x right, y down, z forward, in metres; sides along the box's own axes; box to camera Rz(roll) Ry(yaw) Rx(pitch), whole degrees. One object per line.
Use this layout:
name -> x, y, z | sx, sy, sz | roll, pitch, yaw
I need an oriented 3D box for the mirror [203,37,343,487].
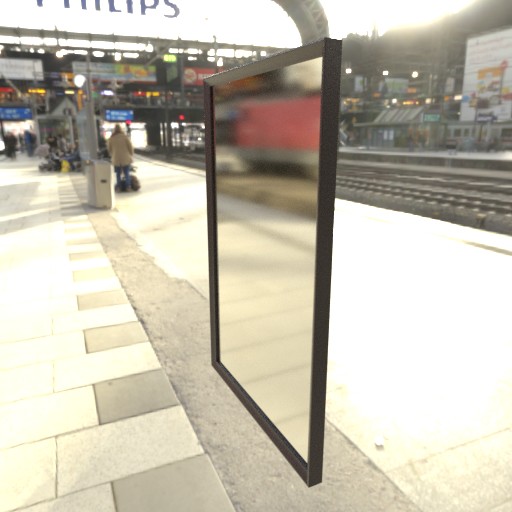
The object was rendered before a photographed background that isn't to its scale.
mirror -> 0.000, 0.000, 1.137 | 0.041, 0.915, 0.609 | -7, 17, -25
